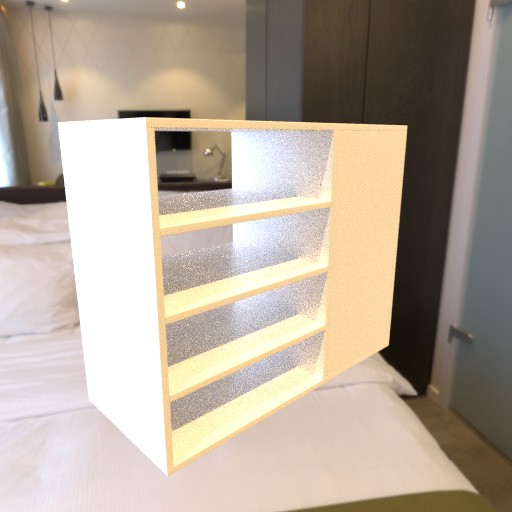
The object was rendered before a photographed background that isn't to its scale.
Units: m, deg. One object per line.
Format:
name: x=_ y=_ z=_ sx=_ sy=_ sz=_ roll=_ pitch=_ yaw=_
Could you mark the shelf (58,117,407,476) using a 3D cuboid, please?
shelf: x=0.000 y=0.000 z=1.285 sx=0.895 sy=0.732 sz=0.396 roll=-14 pitch=20 yaw=-42
